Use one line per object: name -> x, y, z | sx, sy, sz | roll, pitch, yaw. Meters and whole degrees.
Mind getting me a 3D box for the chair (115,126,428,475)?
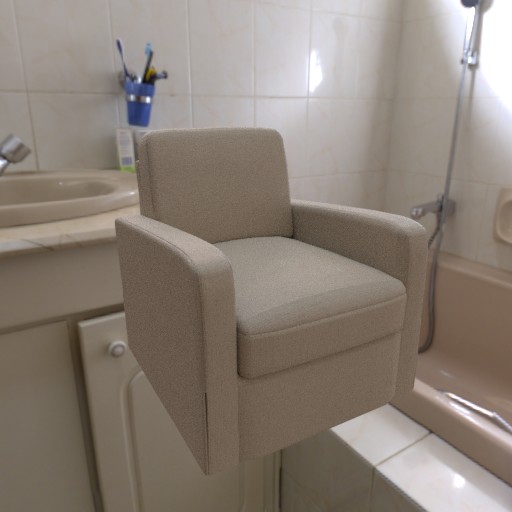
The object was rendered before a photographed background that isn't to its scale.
chair -> 0.000, 0.000, 1.503 | 0.755, 0.827, 0.888 | -10, 20, -28
